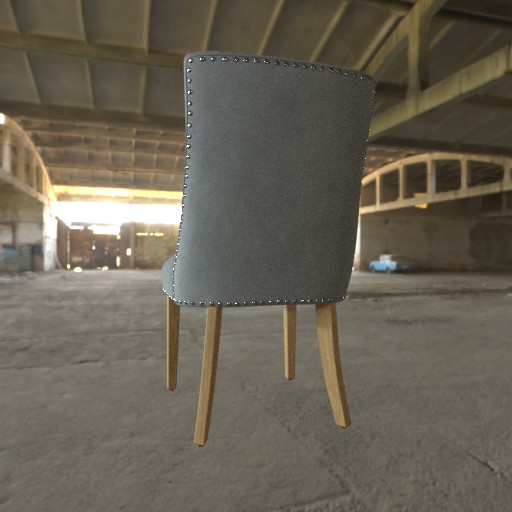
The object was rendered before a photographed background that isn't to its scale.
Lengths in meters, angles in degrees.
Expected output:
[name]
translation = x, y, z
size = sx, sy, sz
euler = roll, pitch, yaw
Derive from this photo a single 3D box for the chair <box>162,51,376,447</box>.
[chair]
translation = 0.000, 0.000, 1.273
size = 0.495, 0.902, 0.610
euler = 0, 1, -17
